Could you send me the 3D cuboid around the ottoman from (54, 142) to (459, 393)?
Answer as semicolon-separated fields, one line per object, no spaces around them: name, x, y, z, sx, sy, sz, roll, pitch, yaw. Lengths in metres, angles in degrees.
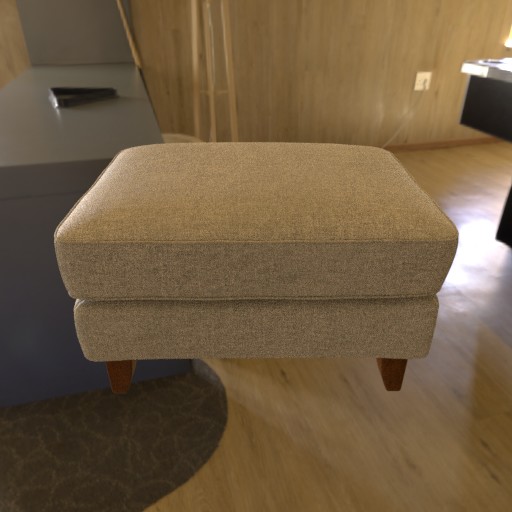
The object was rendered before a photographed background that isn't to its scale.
ottoman;0.000;0.000;1.297;0.889;0.561;0.661;0;31;0
